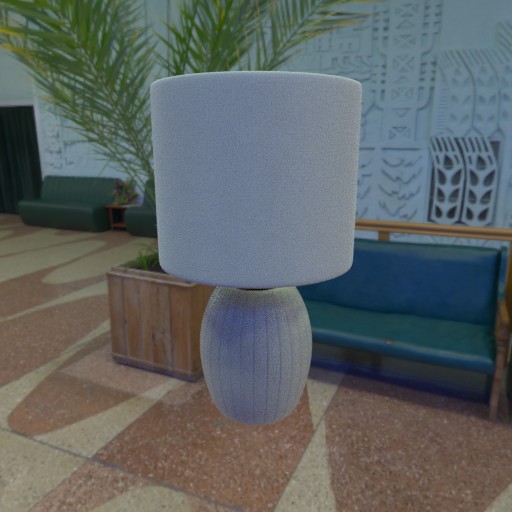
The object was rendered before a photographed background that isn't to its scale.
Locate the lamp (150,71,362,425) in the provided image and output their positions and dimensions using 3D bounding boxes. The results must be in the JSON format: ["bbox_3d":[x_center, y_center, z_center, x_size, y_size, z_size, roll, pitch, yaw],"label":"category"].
[{"bbox_3d":[0.000,0.000,0.767,0.328,0.570,0.328,0,14,0],"label":"lamp"}]
